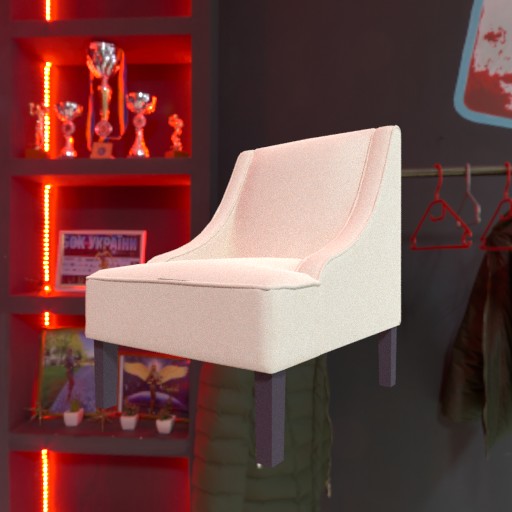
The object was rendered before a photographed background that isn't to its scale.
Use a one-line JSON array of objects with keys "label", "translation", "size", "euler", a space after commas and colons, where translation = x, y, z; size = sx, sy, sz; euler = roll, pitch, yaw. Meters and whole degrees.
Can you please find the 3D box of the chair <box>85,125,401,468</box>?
[{"label": "chair", "translation": [0.000, 0.000, 1.412], "size": [0.689, 0.886, 0.806], "euler": [0, 0, 37]}]
